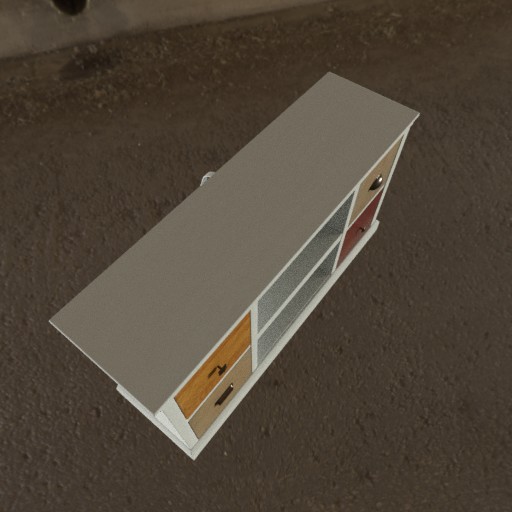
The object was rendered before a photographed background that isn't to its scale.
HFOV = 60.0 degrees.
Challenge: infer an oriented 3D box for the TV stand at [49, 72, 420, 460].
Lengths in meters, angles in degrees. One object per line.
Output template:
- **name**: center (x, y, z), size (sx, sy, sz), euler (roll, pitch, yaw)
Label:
- **TV stand**: center (0.000, 0.000, 1.493), size (0.424, 0.624, 1.187), euler (34, 63, 19)
